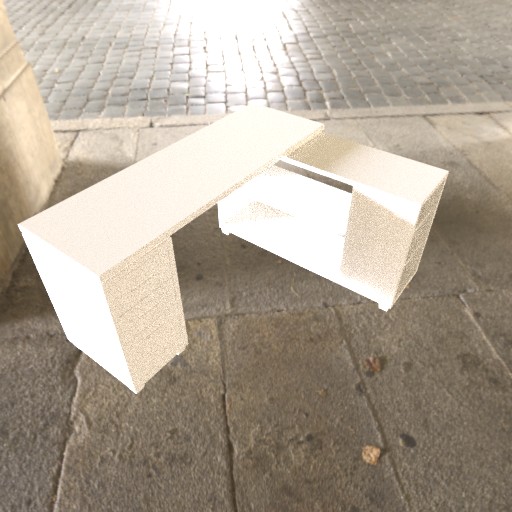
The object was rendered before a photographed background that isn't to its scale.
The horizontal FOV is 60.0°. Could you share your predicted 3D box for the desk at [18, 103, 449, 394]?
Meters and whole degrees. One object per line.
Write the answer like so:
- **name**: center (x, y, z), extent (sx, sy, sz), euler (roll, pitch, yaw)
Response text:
- **desk**: center (0.000, 0.000, 2.180), extent (1.199, 0.759, 1.524), euler (26, 47, 27)
